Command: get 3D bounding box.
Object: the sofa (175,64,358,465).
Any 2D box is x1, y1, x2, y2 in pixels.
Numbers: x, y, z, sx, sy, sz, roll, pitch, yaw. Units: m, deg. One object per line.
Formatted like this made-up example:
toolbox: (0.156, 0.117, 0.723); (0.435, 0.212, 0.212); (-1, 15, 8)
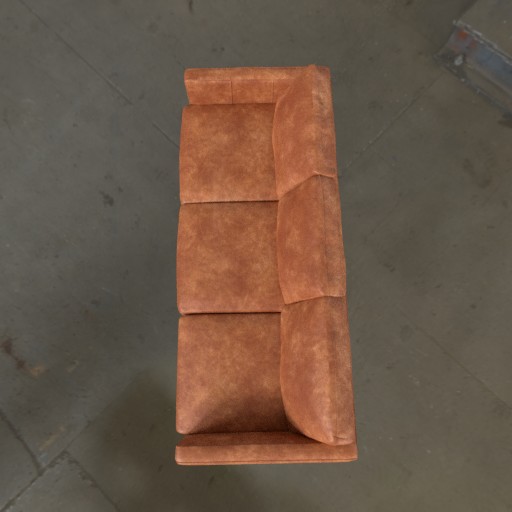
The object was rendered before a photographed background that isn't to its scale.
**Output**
sofa: (0.000, 0.000, 2.957); (1.045, 1.006, 2.464); (-1, 75, 0)
